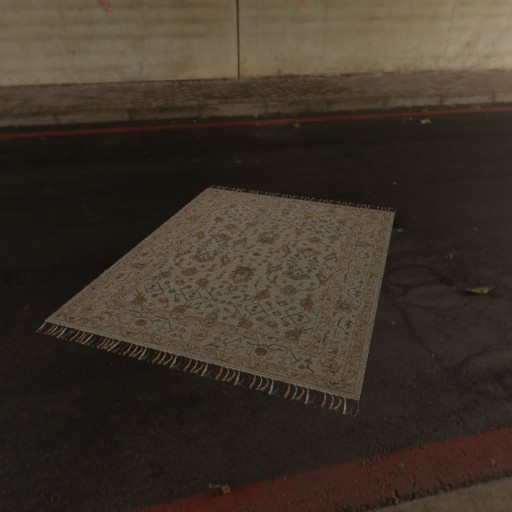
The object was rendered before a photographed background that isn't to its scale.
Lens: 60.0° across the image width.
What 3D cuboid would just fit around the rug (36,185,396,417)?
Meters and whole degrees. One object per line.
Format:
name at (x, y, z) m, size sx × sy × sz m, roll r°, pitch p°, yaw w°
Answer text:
rug at (0.000, 0.000, 2.282) m, size 1.278 × 0.009 × 1.726 m, roll 10°, pitch 31°, yaw 17°
